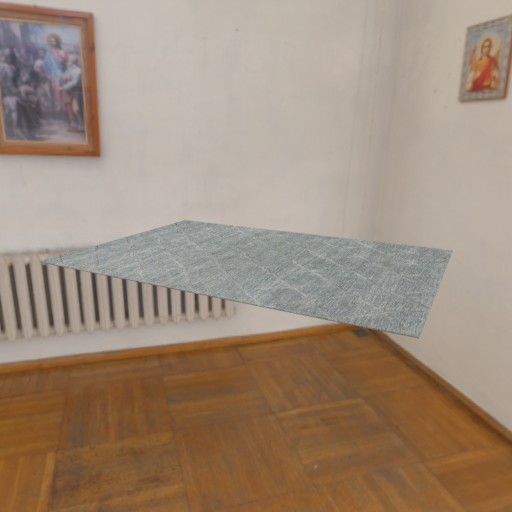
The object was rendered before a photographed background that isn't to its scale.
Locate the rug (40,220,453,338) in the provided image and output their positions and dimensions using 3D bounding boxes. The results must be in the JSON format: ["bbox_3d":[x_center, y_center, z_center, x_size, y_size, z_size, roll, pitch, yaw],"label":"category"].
[{"bbox_3d":[0.000,0.000,2.938,2.283,0.006,1.521,8,18,27],"label":"rug"}]
